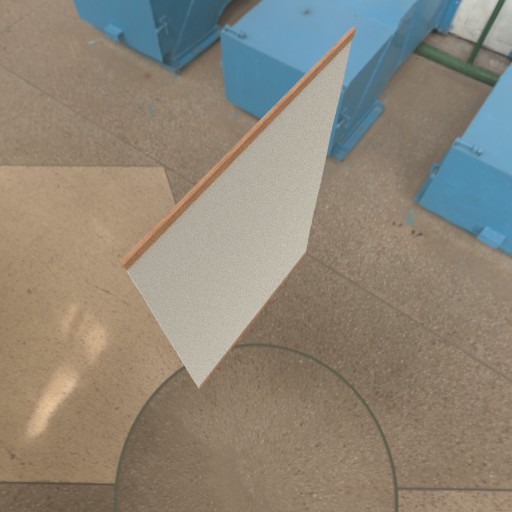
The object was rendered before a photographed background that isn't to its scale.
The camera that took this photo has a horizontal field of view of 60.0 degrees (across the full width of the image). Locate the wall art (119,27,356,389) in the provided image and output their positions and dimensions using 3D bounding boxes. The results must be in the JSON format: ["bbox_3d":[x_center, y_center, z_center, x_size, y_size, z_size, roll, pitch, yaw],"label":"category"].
[{"bbox_3d":[0.000,0.000,1.867,0.019,1.527,1.019,34,68,16],"label":"wall art"}]
